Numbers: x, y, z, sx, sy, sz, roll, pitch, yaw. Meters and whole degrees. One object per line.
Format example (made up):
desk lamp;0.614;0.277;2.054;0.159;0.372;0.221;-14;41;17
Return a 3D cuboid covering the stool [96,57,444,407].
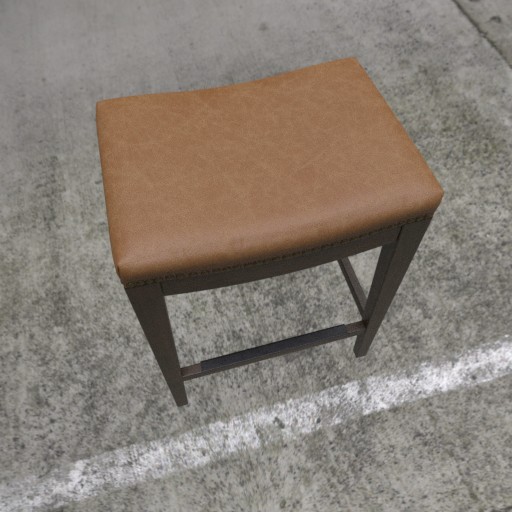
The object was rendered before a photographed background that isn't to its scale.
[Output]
stool;0.000;0.000;0.947;0.500;0.660;0.361;-13;59;-8
